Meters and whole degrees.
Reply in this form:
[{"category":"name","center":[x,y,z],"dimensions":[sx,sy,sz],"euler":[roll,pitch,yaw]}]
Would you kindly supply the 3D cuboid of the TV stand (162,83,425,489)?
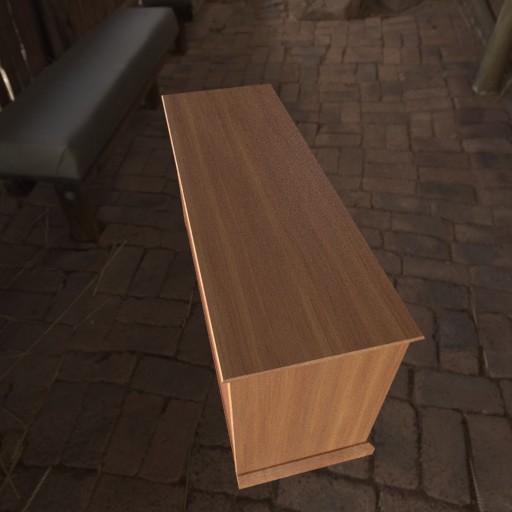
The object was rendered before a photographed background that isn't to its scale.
[{"category":"TV stand","center":[0.000,0.000,1.462],"dimensions":[0.417,0.607,1.181],"euler":[-10,46,-10]}]
